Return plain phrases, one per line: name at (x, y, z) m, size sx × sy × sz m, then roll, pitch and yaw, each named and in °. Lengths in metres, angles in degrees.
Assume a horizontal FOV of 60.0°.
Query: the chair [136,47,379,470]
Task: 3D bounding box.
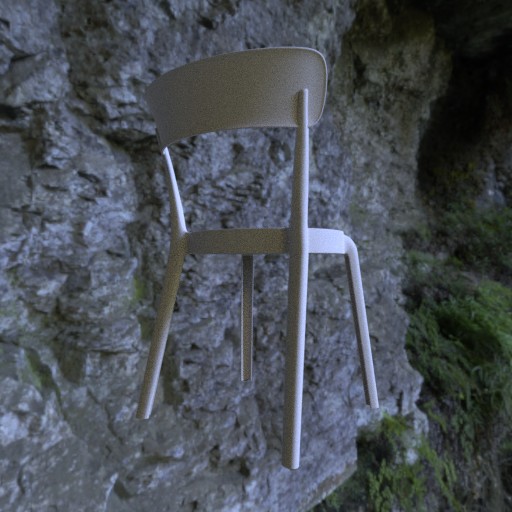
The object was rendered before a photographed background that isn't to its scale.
chair at (0.000, 0.000, 1.100) m, size 0.506 × 0.790 × 0.491 m, roll 0°, pitch 0°, yaw 37°
